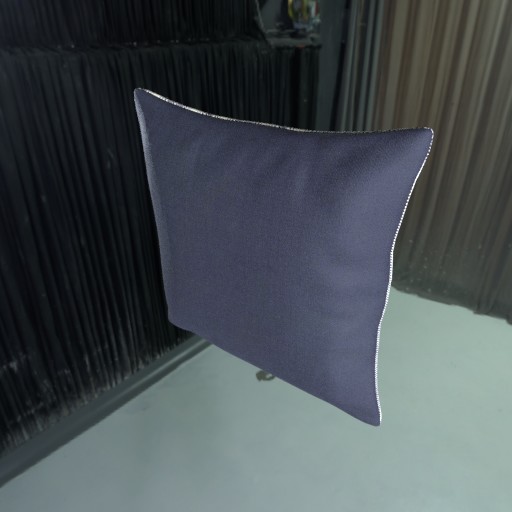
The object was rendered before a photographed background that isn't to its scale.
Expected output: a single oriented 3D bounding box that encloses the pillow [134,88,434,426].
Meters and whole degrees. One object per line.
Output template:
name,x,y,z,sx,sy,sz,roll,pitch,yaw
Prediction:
pillow,0.000,0.000,0.769,0.520,0.508,0.166,20,35,31
